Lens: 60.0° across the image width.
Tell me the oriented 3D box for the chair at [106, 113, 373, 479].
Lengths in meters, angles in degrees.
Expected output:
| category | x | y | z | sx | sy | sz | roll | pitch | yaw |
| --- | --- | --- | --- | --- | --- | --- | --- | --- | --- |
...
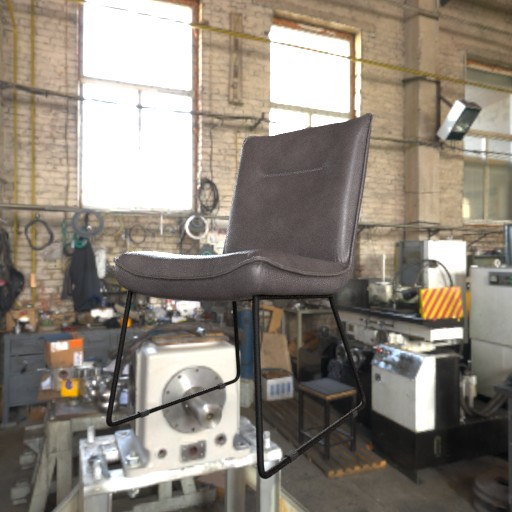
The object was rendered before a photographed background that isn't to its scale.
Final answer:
| category | x | y | z | sx | sy | sz | roll | pitch | yaw |
| --- | --- | --- | --- | --- | --- | --- | --- | --- | --- |
| chair | 0.000 | 0.000 | 1.321 | 0.515 | 0.932 | 0.688 | 0 | -1 | 35 |
